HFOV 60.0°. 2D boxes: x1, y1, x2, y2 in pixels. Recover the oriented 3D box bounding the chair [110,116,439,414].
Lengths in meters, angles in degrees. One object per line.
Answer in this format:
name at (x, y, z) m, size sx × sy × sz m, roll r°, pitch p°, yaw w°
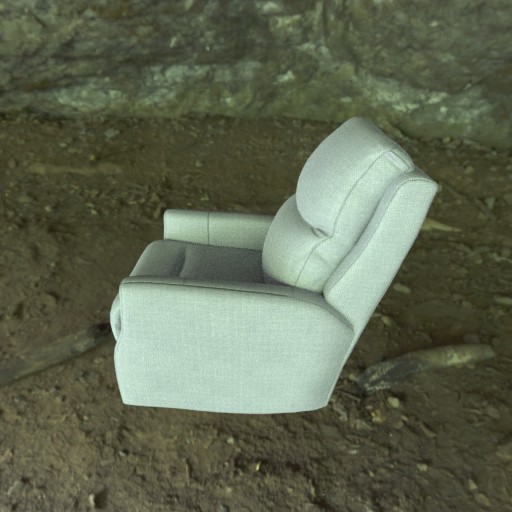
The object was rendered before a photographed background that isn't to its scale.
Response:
chair at (0.000, 0.000, 1.779) m, size 1.080 × 1.030 × 0.829 m, roll 1°, pitch 26°, yaw 2°
